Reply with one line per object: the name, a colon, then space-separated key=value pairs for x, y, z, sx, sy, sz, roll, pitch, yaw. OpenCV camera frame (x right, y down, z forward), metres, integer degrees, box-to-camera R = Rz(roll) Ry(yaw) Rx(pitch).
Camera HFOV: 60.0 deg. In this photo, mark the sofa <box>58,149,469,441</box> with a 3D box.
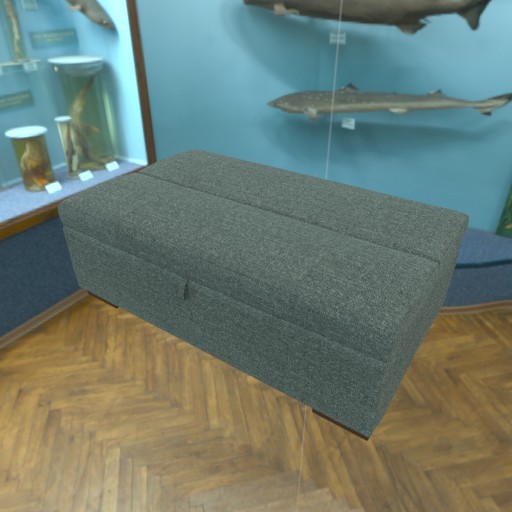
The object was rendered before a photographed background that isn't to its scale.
sofa: x=0.000 y=0.000 z=1.591 sx=1.198 sy=0.417 sz=0.782 roll=20 pitch=37 yaw=29
